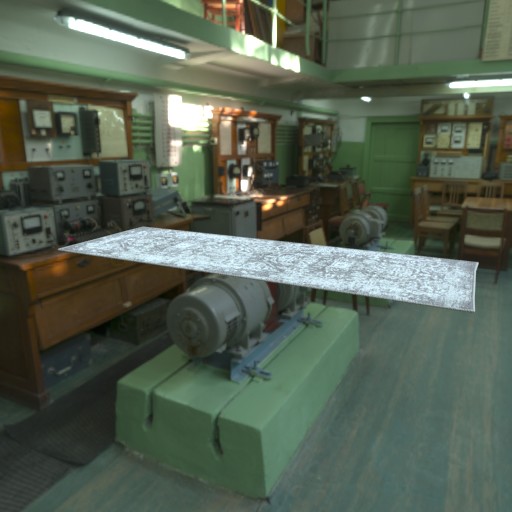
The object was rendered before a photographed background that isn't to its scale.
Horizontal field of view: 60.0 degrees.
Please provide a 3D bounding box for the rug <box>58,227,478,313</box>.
[{"bbox_3d":[0.000,0.000,2.715,2.452,0.017,0.855,7,16,25],"label":"rug"}]
